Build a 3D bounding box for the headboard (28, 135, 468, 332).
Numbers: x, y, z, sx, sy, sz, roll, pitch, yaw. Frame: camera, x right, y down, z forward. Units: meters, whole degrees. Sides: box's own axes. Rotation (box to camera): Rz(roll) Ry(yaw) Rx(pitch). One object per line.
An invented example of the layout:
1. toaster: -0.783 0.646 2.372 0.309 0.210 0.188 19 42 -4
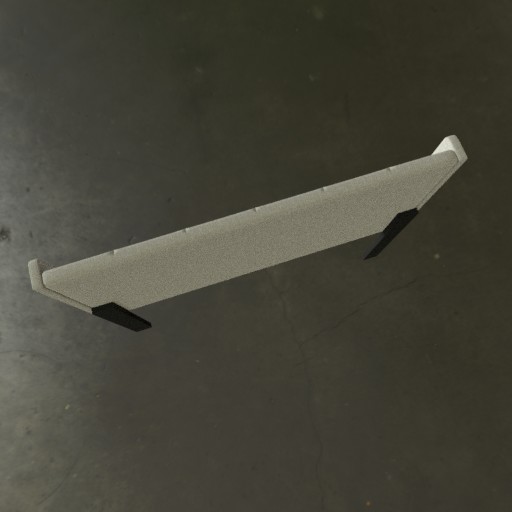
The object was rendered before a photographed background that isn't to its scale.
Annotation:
1. headboard: 0.000 0.000 2.732 2.051 1.524 0.184 -17 75 -5
